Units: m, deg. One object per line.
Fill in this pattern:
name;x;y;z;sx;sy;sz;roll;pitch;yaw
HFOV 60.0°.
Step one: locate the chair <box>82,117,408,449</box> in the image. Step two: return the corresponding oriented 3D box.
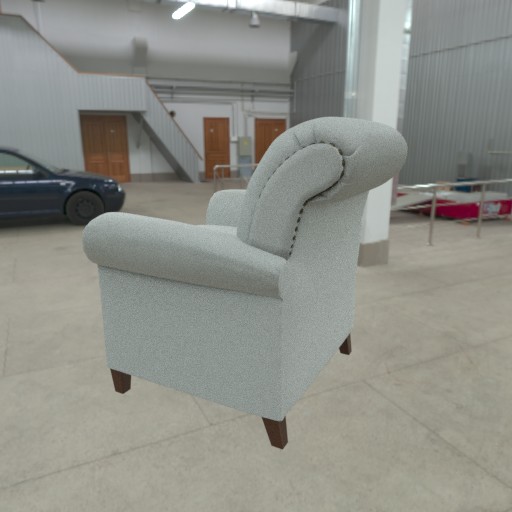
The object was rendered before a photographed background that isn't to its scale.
chair;0.000;0.000;1.579;0.890;0.927;0.854;8;17;27
